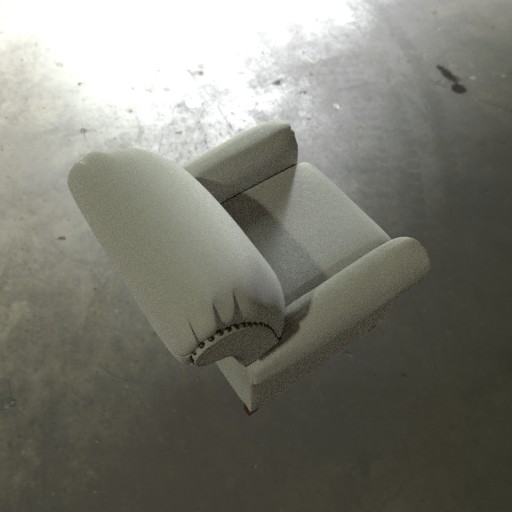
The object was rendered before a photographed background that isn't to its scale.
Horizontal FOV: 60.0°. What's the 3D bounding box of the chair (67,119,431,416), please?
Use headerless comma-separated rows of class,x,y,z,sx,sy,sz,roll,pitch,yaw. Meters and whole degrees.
chair,0.000,0.000,1.562,0.890,0.927,0.854,-30,62,-18
